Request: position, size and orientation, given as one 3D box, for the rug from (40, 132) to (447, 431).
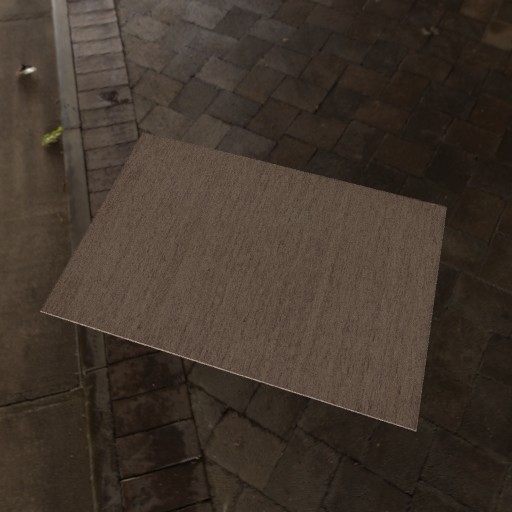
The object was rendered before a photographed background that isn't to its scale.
[{"bbox_3d":[0.000,0.000,2.325,1.840,0.013,1.225,16,63,8],"label":"rug"}]
